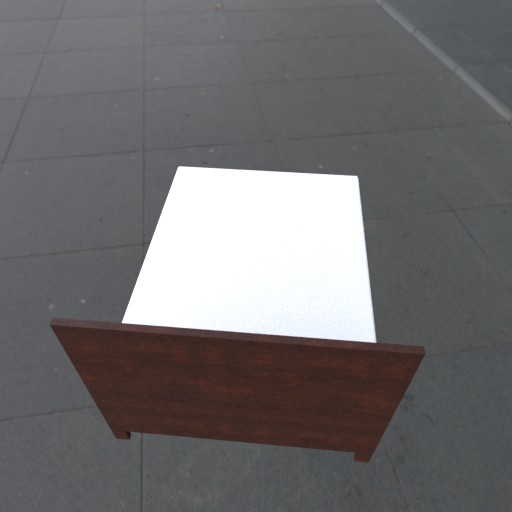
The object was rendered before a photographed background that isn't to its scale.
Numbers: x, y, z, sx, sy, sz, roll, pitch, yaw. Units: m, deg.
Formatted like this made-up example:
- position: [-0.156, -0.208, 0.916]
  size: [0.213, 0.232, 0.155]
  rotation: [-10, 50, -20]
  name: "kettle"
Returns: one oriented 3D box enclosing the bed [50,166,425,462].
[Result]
- position: [0.000, 0.000, 3.082]
  size: [1.600, 1.270, 2.184]
  rotation: [4, 47, 4]
  name: "bed"
